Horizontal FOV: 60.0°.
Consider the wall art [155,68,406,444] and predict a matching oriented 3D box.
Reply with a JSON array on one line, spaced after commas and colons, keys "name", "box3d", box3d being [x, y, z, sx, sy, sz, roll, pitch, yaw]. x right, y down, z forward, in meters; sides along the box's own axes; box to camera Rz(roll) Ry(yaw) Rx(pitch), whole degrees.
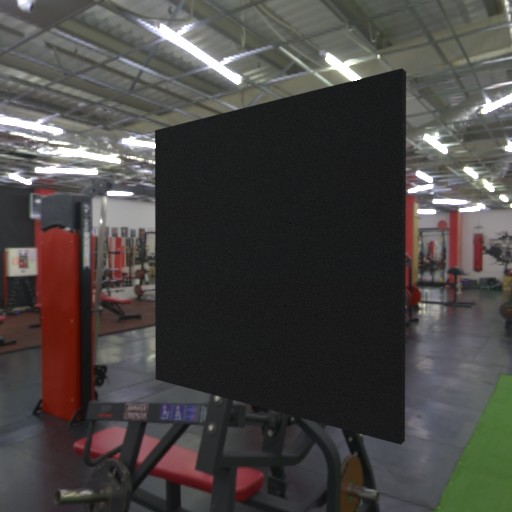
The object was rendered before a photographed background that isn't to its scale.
[{"name": "wall art", "box3d": [0.000, 0.000, 0.682, 0.456, 0.458, 0.013, 0, 1, 37]}]
